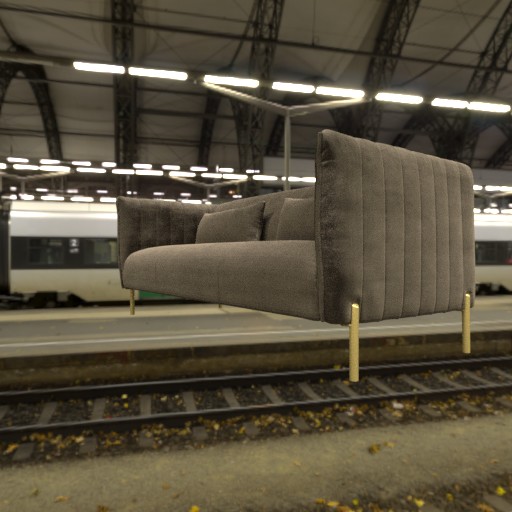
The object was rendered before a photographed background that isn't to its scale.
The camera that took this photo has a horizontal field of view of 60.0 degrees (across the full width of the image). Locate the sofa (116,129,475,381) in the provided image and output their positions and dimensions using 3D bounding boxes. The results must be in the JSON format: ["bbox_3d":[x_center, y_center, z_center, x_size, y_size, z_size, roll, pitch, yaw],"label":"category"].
[{"bbox_3d":[0.000,0.000,2.347,0.876,0.780,1.980,0,0,-36],"label":"sofa"}]
